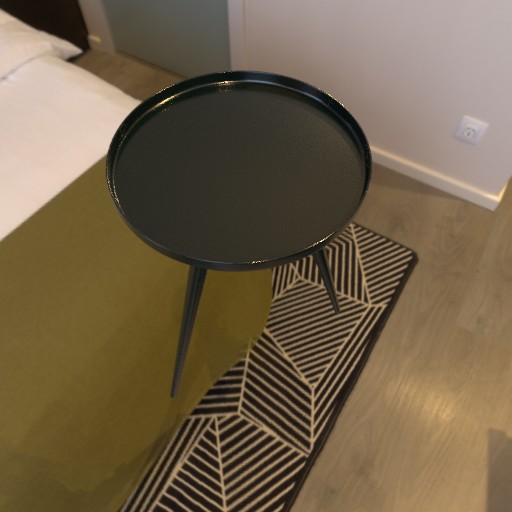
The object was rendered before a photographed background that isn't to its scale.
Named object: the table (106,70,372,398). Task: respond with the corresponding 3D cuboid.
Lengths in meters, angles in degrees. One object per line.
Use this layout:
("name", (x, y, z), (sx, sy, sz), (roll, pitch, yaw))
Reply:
("table", (0.000, 0.000, 0.851), (0.415, 0.548, 0.403), (1, 57, 1))
